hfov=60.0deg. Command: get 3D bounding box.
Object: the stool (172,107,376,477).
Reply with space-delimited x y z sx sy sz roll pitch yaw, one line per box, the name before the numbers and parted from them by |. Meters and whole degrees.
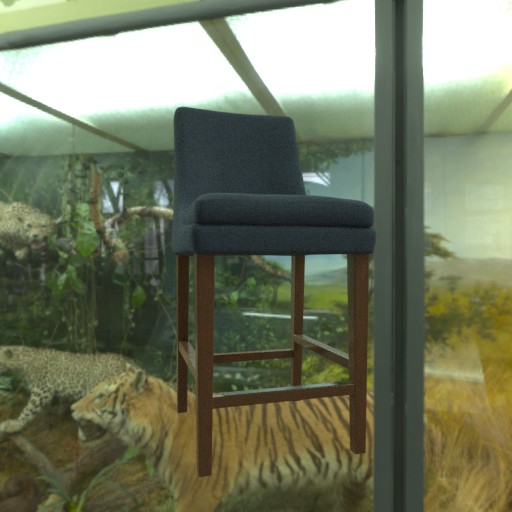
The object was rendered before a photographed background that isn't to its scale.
stool | 0.000 0.000 1.287 0.470 0.981 0.577 0 0 -17
